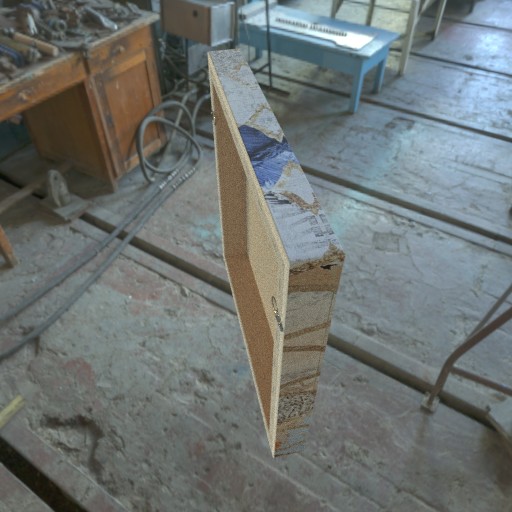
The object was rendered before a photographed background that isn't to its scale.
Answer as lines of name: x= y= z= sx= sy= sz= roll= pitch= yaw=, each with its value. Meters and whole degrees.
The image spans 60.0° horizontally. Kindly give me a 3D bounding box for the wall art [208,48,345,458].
wall art: x=0.000 y=0.000 z=0.461 sx=0.036 sy=0.304 sz=0.303 roll=-9 pitch=47 yaw=-9
